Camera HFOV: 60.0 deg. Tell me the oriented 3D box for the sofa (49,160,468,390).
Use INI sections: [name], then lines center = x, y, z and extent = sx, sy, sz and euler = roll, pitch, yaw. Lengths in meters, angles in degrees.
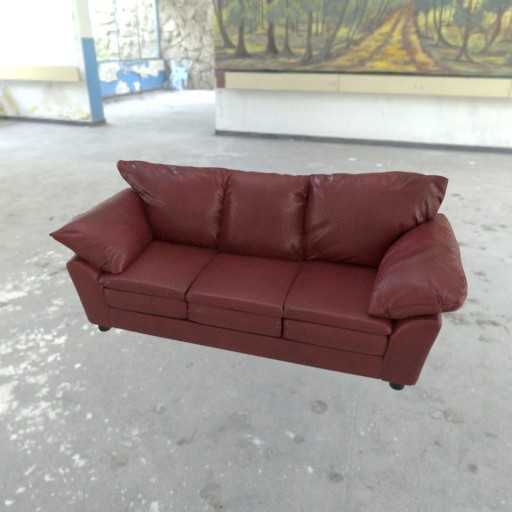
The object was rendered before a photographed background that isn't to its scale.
[sofa]
center = 0.000, 0.000, 2.836
extent = 2.390, 1.091, 0.907
euler = 8, 27, 15
